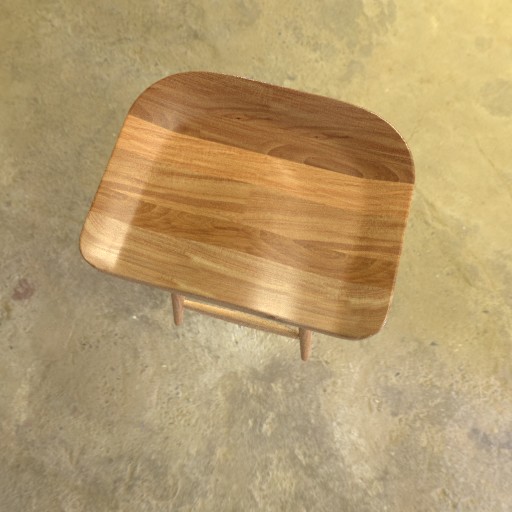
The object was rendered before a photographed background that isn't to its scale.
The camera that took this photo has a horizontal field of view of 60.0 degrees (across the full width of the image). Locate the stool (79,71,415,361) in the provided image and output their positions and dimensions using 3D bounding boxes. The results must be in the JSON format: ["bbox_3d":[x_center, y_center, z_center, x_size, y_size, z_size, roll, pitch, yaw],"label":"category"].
[{"bbox_3d":[0.000,0.000,0.927,0.407,0.698,0.322,15,75,4],"label":"stool"}]
